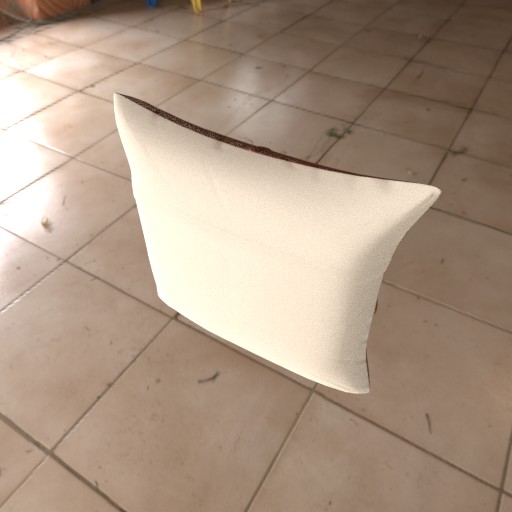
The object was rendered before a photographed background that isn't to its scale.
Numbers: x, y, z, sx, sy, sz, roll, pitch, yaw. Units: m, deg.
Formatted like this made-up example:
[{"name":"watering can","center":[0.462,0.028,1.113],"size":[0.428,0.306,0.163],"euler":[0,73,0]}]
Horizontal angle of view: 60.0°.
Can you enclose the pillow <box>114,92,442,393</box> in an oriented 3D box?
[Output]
[{"name":"pillow","center":[0.000,0.000,0.766],"size":[0.501,0.477,0.192],"euler":[22,49,21]}]
